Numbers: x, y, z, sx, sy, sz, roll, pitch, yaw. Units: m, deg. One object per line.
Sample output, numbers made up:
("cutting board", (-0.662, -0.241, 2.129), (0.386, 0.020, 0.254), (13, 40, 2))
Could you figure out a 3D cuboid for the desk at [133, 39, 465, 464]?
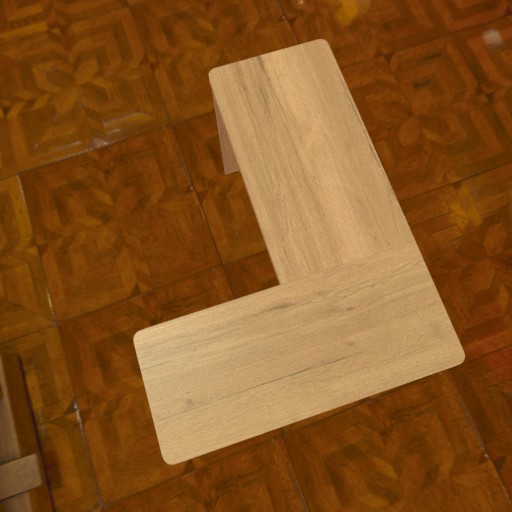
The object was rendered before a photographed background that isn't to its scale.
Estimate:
("desk", (0.000, 0.000, 1.747), (0.900, 0.760, 1.169), (-18, 76, -5))
